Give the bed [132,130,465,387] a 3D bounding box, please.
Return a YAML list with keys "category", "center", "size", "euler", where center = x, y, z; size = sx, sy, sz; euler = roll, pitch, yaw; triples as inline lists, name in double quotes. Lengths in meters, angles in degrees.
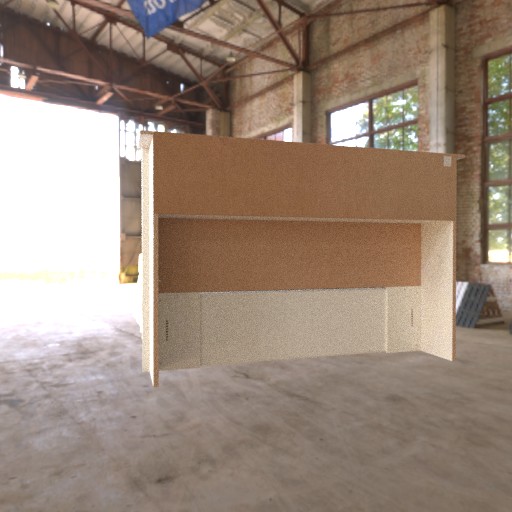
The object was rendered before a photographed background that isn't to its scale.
- category: "bed"
  center: [0.000, 0.000, 3.134]
  size: [1.671, 1.092, 2.133]
  euler: [0, 1, -17]
